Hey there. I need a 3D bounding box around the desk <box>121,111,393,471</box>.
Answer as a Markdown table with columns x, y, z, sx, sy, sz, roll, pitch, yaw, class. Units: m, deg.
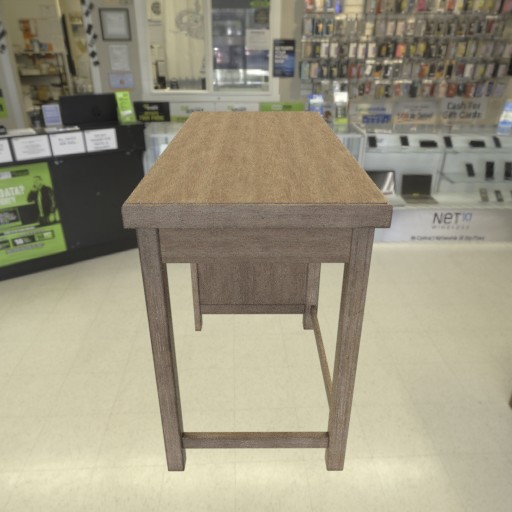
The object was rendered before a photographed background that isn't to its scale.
| x | y | z | sx | sy | sz | roll | pitch | yaw | class |
| --- | --- | --- | --- | --- | --- | --- | --- | --- | --- |
| 0.000 | 0.000 | 1.766 | 0.610 | 0.912 | 1.289 | 0 | 27 | 0 | desk |
